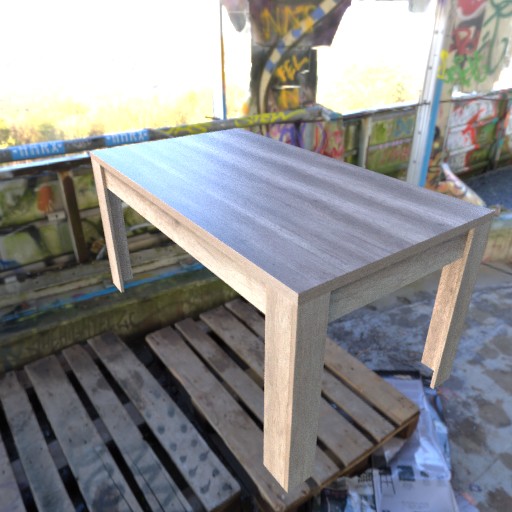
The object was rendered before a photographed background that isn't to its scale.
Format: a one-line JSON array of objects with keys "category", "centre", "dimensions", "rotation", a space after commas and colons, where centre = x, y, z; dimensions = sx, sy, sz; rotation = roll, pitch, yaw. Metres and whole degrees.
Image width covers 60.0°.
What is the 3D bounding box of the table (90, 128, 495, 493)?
[{"category": "table", "centre": [0.000, 0.000, 2.065], "dimensions": [0.900, 0.775, 1.600], "rotation": [-19, 34, -31]}]
